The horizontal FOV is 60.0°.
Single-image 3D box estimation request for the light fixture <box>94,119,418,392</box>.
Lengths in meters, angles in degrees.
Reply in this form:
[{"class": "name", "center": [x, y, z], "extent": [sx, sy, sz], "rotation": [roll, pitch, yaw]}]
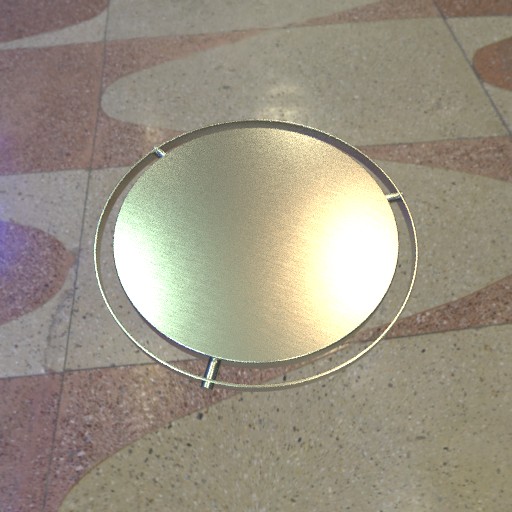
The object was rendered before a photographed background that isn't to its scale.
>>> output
[{"class": "light fixture", "center": [0.000, 0.000, 0.552], "extent": [0.361, 0.130, 0.361], "rotation": [0, 58, 0]}]
